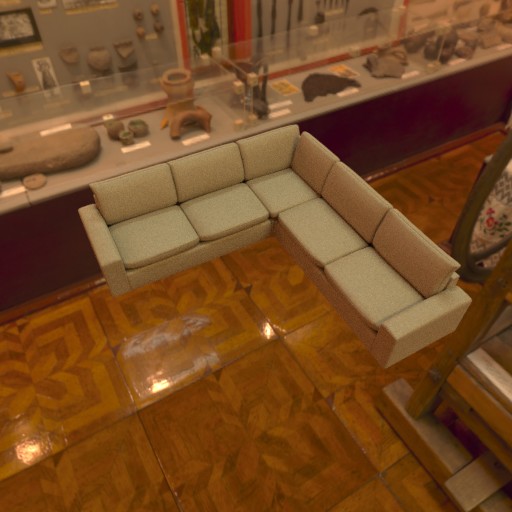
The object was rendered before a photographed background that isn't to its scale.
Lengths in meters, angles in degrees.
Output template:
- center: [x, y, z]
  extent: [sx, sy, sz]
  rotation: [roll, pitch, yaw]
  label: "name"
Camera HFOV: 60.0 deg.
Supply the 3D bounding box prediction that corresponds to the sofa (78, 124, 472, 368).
- center: [0.000, 0.000, 4.142]
  extent: [2.622, 0.800, 2.742]
  rotation: [-22, 50, -19]
  label: "sofa"
